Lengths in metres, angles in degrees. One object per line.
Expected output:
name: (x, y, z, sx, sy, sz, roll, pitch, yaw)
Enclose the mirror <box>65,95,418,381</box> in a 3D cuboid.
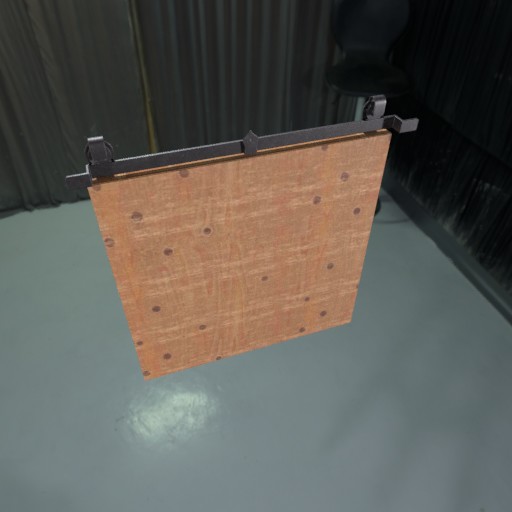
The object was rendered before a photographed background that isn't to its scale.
mirror: (0.000, 0.000, 1.206, 0.805, 0.800, 0.054, -13, 43, -14)
